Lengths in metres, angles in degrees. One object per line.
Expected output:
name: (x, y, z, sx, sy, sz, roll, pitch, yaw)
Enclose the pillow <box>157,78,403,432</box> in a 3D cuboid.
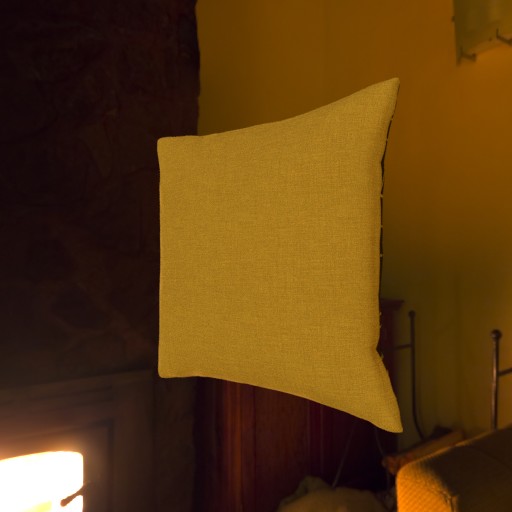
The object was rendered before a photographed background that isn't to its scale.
pillow: (0.000, 0.000, 0.785, 0.517, 0.508, 0.158, -1, -1, 37)
